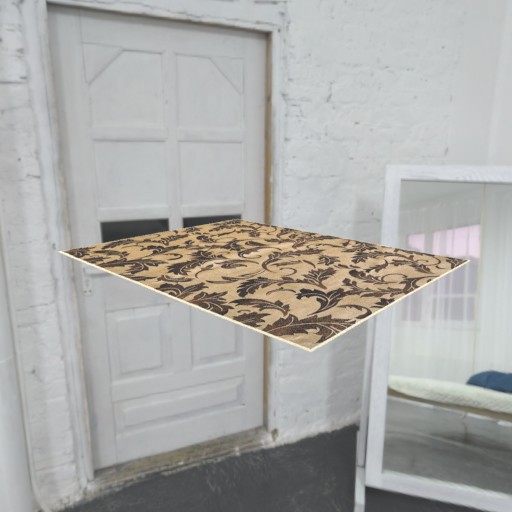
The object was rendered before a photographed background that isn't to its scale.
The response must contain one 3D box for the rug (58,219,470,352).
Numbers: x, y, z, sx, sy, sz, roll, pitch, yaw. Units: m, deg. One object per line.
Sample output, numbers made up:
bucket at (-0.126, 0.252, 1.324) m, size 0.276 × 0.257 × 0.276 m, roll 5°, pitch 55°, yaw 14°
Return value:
rug at (0.000, 0.000, 4.069) m, size 2.977 × 0.008 × 2.380 m, roll 14°, pitch 20°, yaw 41°
